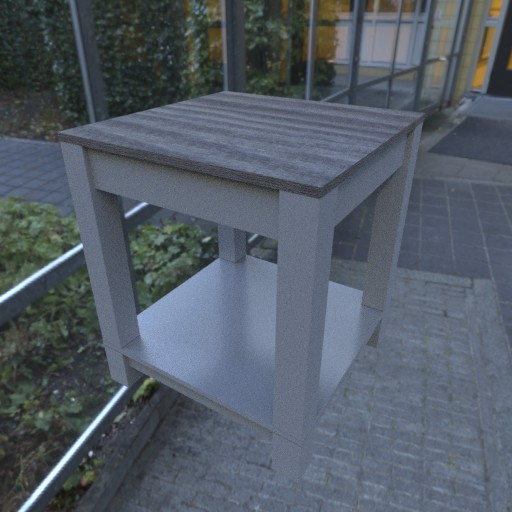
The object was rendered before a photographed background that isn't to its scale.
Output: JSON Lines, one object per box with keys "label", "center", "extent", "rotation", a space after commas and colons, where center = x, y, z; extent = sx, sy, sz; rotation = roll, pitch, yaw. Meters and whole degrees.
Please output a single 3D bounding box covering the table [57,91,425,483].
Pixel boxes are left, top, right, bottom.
{"label": "table", "center": [0.000, 0.000, 0.988], "extent": [0.506, 0.587, 0.504], "rotation": [17, 34, 28]}
